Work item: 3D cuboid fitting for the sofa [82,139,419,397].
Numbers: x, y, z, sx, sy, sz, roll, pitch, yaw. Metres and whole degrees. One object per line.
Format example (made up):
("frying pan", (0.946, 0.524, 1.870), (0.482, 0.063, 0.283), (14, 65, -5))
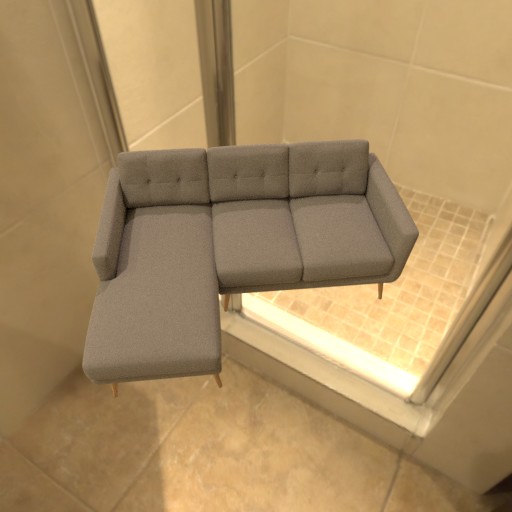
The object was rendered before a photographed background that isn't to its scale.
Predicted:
("sofa", (0.000, 0.000, 2.950), (2.040, 0.860, 1.530), (-4, 47, -4))
